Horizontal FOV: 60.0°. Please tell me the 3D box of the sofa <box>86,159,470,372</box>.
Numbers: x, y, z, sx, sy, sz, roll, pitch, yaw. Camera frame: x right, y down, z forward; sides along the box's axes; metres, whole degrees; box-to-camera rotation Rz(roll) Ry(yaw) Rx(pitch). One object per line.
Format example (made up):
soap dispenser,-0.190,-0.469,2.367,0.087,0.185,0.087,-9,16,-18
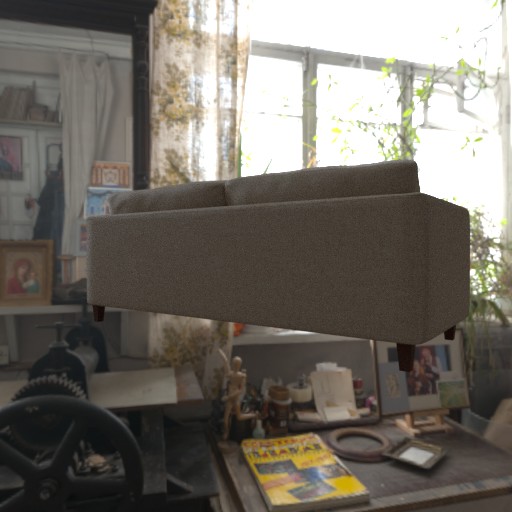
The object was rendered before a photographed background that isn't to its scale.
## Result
sofa,0.000,0.000,2.907,2.434,0.965,0.951,1,1,36
